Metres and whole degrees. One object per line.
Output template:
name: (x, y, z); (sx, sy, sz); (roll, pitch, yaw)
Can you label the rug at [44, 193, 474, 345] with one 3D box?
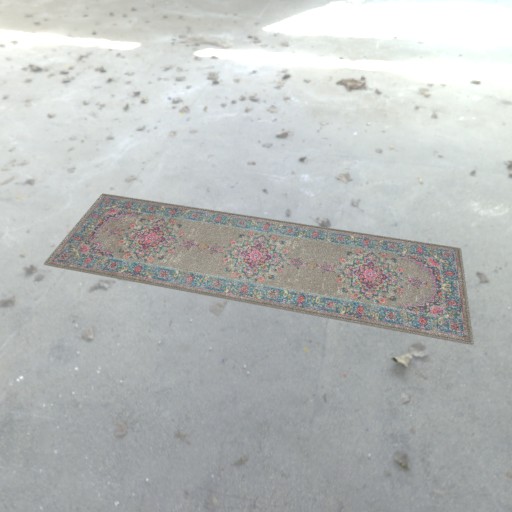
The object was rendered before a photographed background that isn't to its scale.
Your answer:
rug: (0.000, 0.000, 2.020); (1.827, 0.012, 0.553); (10, 45, 10)
